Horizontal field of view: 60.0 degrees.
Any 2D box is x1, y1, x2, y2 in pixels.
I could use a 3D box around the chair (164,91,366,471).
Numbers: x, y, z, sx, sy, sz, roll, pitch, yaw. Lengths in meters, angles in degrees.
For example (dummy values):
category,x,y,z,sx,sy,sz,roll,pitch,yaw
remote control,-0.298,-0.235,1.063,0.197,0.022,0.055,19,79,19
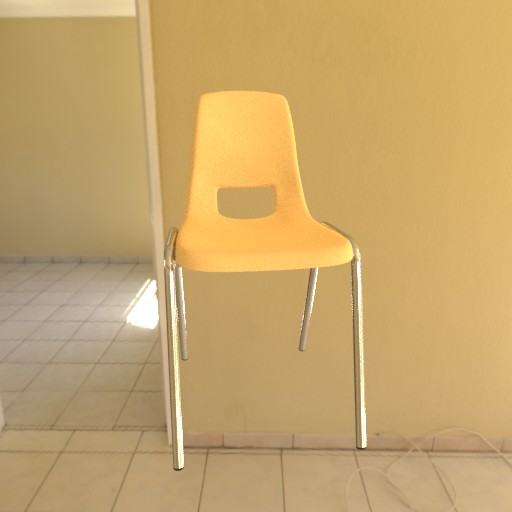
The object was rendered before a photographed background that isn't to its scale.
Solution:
category,x,y,z,sx,sy,sz,roll,pitch,yaw
chair,0.000,0.000,0.963,0.381,0.704,0.436,-3,16,-9
